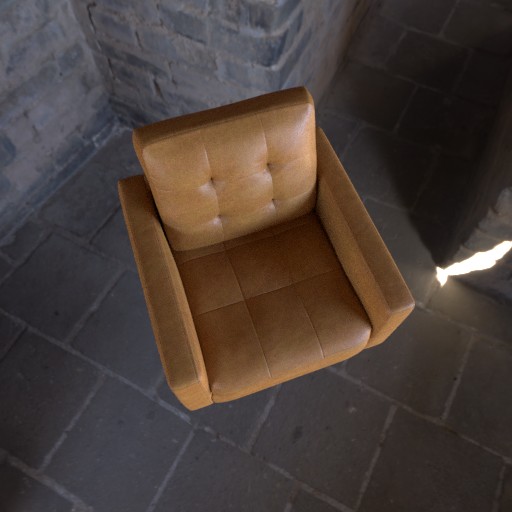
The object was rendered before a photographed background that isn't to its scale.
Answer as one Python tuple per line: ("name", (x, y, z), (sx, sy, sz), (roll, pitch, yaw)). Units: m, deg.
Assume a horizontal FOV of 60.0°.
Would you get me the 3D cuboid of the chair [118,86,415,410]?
("chair", (0.000, 0.000, 1.626), (0.831, 0.896, 0.868), (-17, 65, -8))
